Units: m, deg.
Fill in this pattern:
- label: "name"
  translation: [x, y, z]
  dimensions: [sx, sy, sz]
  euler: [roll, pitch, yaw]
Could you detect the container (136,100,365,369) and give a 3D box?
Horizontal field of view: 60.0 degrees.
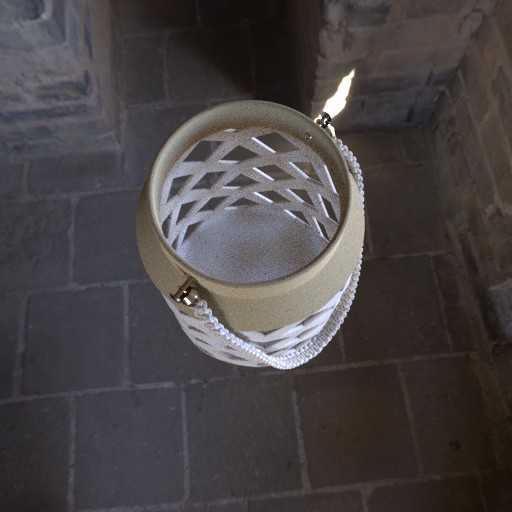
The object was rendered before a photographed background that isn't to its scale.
- label: "container"
  translation: [0.000, 0.000, 0.393]
  dimensions: [0.198, 0.264, 0.188]
  euler: [36, 76, 10]
